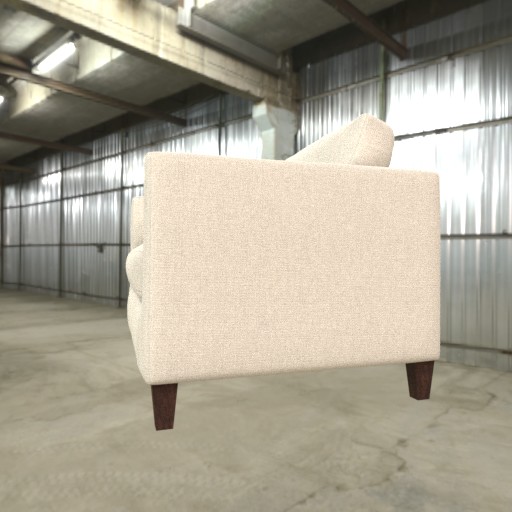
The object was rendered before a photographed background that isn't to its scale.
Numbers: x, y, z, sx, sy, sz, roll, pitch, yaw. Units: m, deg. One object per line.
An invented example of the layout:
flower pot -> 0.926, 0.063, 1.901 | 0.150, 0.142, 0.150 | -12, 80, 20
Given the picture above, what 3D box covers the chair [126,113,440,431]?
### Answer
chair -> 0.000, 0.000, 1.722 | 0.959, 0.919, 0.996 | 0, 0, -18
